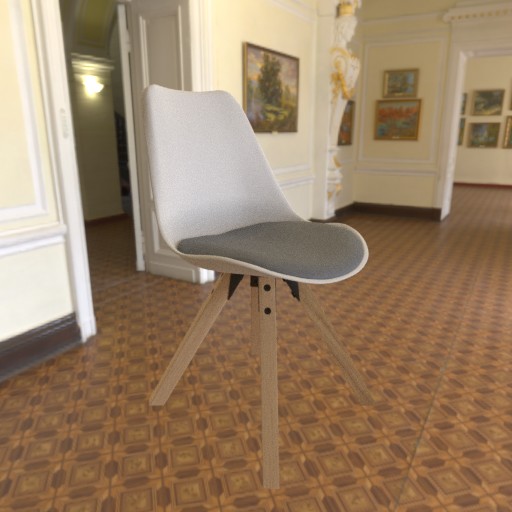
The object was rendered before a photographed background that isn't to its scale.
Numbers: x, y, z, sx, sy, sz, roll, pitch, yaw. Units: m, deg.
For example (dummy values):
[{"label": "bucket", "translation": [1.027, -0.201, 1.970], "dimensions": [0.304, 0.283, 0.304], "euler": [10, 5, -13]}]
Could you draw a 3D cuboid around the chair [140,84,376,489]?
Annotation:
[{"label": "chair", "translation": [0.000, 0.000, 1.147], "dimensions": [0.550, 0.850, 0.485], "euler": [14, 21, 42]}]
